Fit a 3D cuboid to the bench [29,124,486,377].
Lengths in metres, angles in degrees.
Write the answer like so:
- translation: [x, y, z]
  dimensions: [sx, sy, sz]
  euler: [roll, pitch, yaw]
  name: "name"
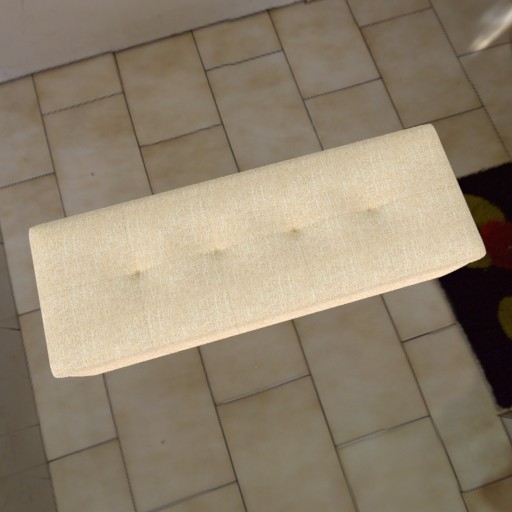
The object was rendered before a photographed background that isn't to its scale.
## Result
- translation: [0.000, 0.000, 1.398]
  dimensions: [1.219, 0.406, 0.432]
  euler: [-15, 76, -4]
  name: "bench"
